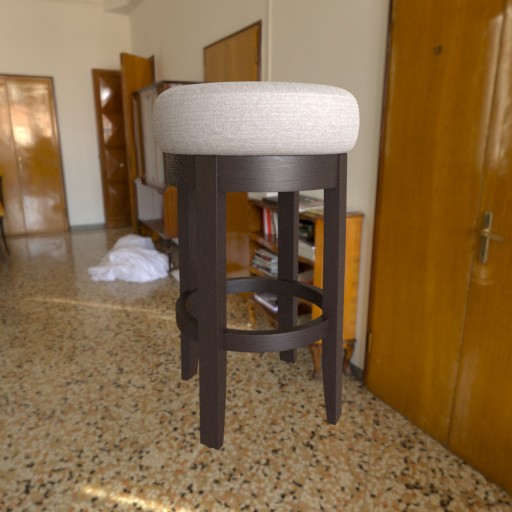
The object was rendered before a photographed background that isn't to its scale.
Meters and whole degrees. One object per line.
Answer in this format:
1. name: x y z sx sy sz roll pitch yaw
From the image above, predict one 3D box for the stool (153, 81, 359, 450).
1. stool: 0.000 0.000 1.051 0.443 0.757 0.443 0 15 0
